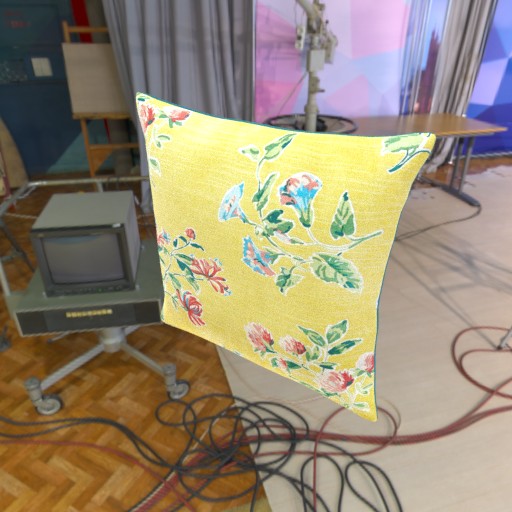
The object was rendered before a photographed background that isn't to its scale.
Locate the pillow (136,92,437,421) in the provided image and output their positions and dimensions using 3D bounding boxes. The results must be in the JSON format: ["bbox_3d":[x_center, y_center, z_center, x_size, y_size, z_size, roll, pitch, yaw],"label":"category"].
[{"bbox_3d":[0.000,0.000,0.790,0.525,0.508,0.166,19,35,29],"label":"pillow"}]
